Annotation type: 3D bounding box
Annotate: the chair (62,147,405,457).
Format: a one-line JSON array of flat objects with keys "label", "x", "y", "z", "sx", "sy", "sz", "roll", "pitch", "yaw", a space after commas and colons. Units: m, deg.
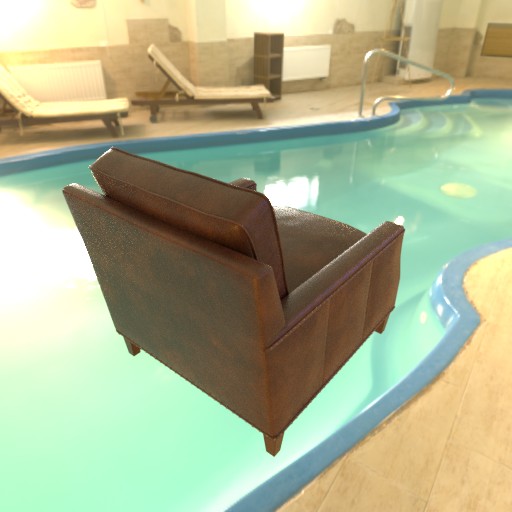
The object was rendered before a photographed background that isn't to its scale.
[{"label": "chair", "x": 0.000, "y": 0.000, "z": 1.743, "sx": 0.853, "sy": 0.929, "sz": 1.014, "roll": 23, "pitch": 38, "yaw": 33}]
